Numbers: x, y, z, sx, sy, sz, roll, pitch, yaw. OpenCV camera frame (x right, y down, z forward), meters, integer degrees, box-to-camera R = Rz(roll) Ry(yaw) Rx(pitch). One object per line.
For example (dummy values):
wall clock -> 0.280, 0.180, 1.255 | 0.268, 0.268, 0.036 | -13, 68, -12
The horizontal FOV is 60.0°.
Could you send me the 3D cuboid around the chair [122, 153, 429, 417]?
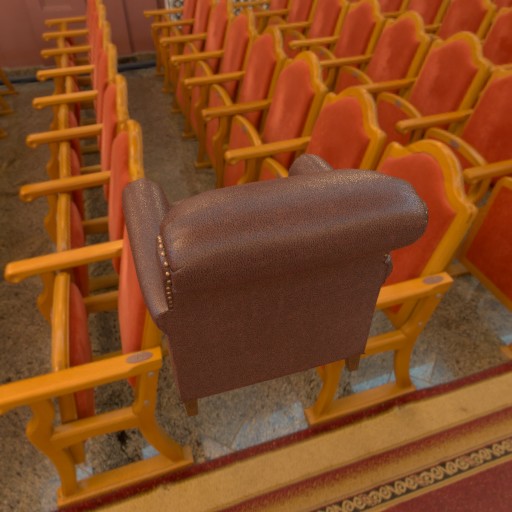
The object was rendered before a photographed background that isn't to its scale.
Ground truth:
chair -> 0.000, 0.000, 1.601 | 0.854, 0.927, 0.890 | -11, 41, -13
